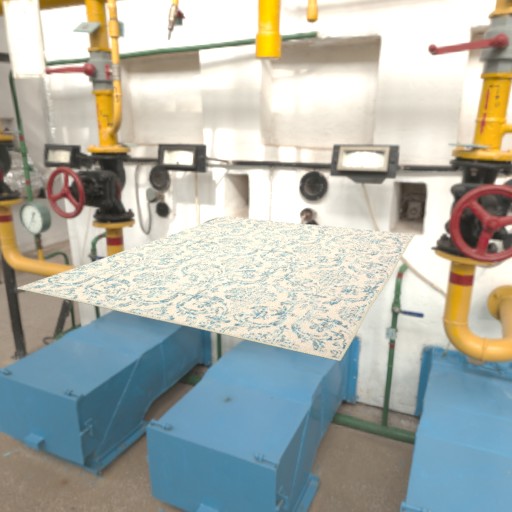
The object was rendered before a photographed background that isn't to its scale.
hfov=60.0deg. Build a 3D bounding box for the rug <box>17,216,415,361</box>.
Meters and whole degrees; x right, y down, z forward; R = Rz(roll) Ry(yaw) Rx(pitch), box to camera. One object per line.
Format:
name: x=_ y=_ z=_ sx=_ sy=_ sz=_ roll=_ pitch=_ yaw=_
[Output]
rug: x=0.000 y=0.000 z=3.966 sx=2.363 sy=0.012 sz=2.980 roll=8 pitch=18 yaw=25
